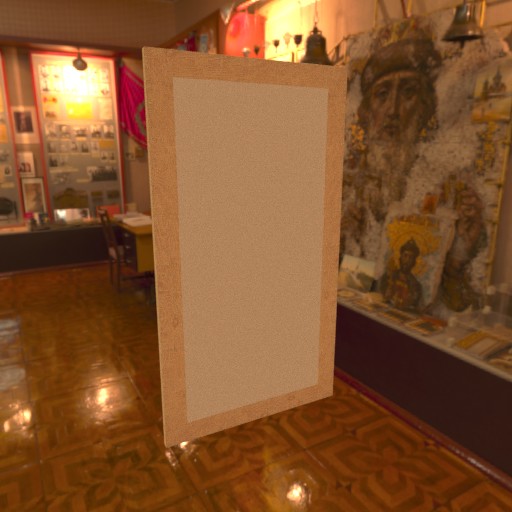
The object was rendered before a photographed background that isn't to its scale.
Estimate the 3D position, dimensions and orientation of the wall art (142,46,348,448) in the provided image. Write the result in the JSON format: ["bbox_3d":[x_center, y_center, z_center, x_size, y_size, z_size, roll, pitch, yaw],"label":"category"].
[{"bbox_3d":[0.000,0.000,0.828,0.381,0.683,0.013,-7,16,-27],"label":"wall art"}]
